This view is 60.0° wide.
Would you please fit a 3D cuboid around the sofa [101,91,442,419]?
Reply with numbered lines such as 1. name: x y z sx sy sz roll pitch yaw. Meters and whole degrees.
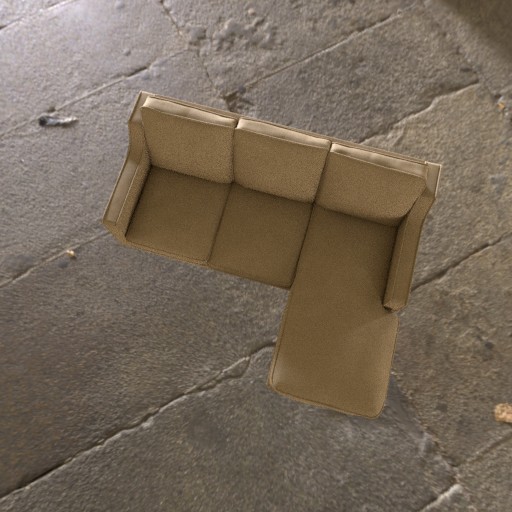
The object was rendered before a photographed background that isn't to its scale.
1. sofa: 0.000 0.000 3.346 2.317 1.066 1.858 15 75 4
